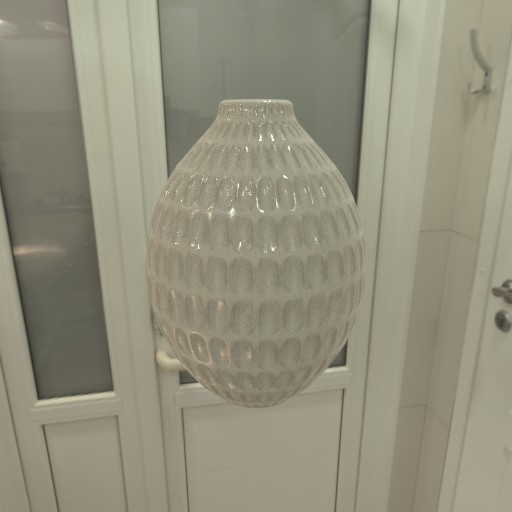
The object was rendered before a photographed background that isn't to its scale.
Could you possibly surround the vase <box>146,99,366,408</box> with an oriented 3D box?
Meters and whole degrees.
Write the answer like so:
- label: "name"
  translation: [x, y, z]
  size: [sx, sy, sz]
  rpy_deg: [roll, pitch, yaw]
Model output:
- label: "vase"
  translation: [0.000, 0.000, 0.335]
  size: [0.162, 0.223, 0.162]
  rpy_deg: [0, 18, 0]
